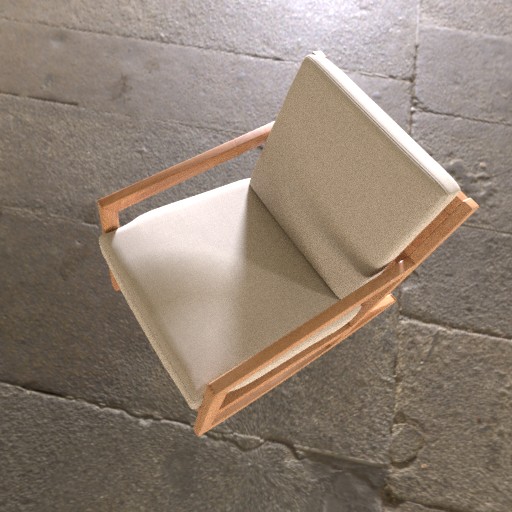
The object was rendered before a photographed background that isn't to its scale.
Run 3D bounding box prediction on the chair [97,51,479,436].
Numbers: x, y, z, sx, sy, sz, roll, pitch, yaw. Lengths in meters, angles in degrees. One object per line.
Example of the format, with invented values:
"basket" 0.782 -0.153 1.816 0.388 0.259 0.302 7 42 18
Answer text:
"chair" 0.000 0.000 1.350 0.857 0.790 0.622 -31 69 -14
